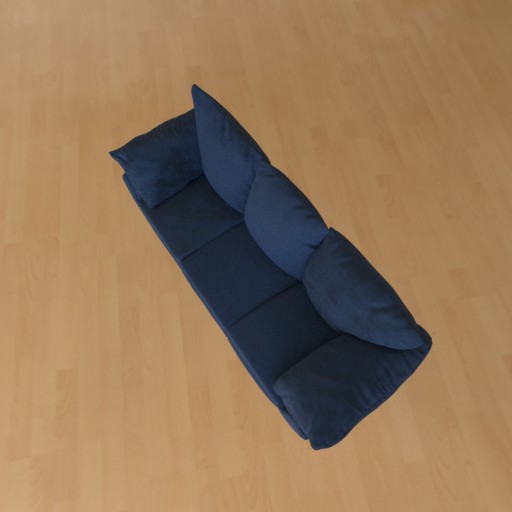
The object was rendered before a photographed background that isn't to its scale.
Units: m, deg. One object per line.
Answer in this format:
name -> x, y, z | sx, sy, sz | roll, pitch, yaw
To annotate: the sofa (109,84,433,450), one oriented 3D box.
sofa -> 0.000, 0.000, 2.951 | 0.907, 1.091, 2.390 | -32, 68, -15
